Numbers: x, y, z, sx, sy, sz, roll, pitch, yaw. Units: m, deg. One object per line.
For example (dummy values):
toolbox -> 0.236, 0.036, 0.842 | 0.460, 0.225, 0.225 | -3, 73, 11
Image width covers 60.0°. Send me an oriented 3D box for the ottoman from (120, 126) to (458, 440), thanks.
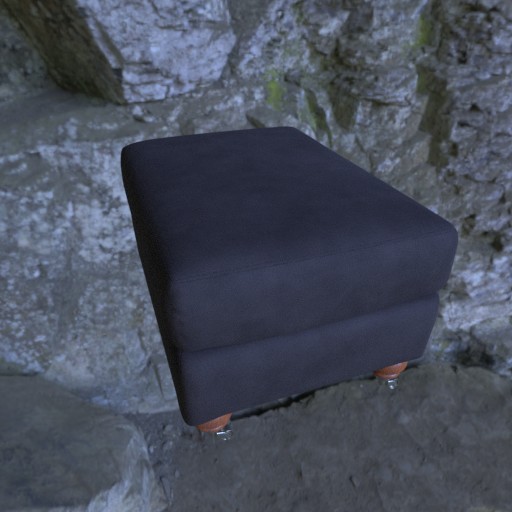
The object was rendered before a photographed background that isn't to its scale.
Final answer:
ottoman -> 0.000, 0.000, 1.140 | 0.574, 0.497, 0.773 | -11, 33, -17
